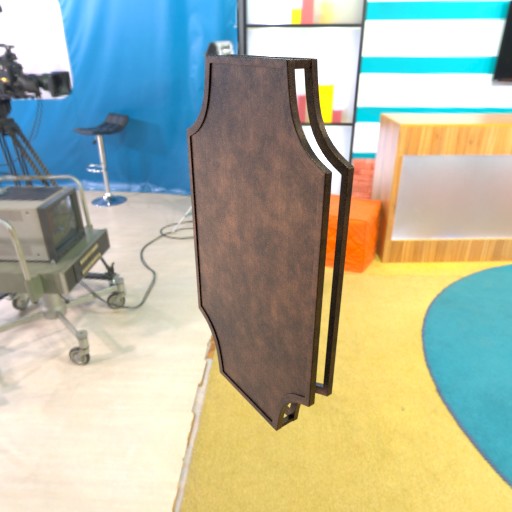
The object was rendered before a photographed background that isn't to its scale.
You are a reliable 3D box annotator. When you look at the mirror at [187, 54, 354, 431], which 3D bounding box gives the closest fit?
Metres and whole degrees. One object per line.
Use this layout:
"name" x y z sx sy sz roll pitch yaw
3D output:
"mirror" 0.000 0.000 0.987 0.066 0.811 0.462 -18 31 -32
